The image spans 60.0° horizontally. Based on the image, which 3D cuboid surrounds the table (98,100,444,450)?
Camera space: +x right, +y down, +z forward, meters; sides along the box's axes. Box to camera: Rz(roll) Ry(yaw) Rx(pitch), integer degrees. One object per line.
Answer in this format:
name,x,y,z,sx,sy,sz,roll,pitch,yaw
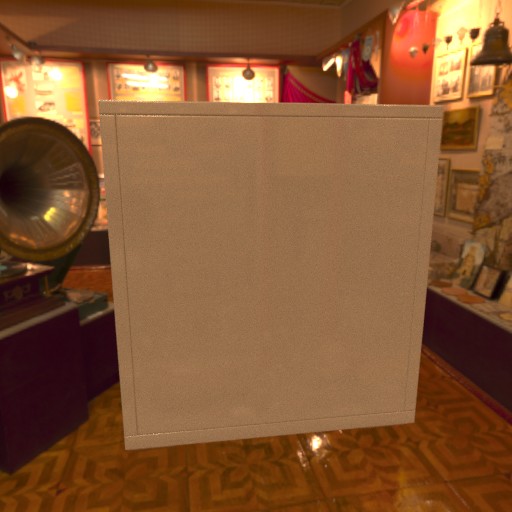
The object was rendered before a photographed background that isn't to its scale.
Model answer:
table,0.000,0.000,0.776,0.420,0.470,0.400,-2,13,-8
